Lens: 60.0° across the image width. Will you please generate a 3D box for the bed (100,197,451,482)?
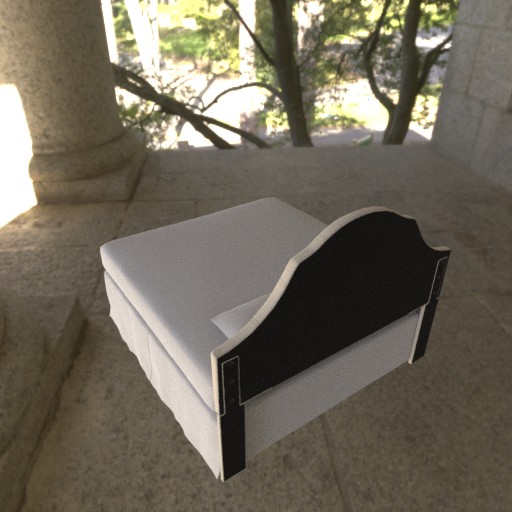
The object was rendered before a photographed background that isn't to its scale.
[{"bbox_3d":[0.000,0.000,3.520,2.012,1.555,2.086,-19,36,-29],"label":"bed"}]
